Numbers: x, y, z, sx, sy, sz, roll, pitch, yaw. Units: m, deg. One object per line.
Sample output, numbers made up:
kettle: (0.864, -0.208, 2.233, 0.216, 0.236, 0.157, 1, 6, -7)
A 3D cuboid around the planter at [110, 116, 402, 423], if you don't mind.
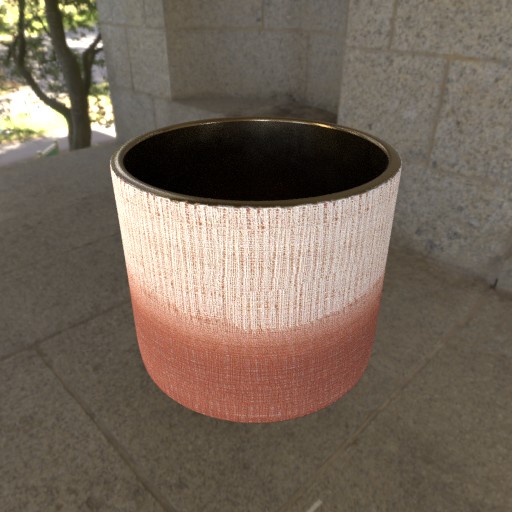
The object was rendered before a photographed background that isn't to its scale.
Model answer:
planter: (0.000, 0.000, 0.448, 0.254, 0.221, 0.254, 0, 31, 0)
